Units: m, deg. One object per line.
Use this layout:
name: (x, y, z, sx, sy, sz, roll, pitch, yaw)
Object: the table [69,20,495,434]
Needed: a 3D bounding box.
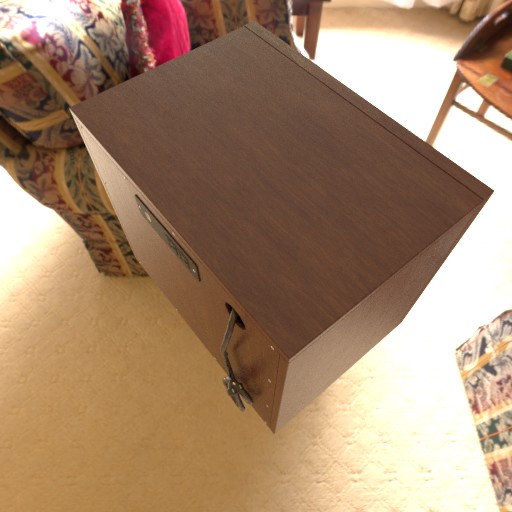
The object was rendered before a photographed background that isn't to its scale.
table: (0.000, 0.000, 0.946, 0.449, 0.609, 0.557, -35, 65, -19)
